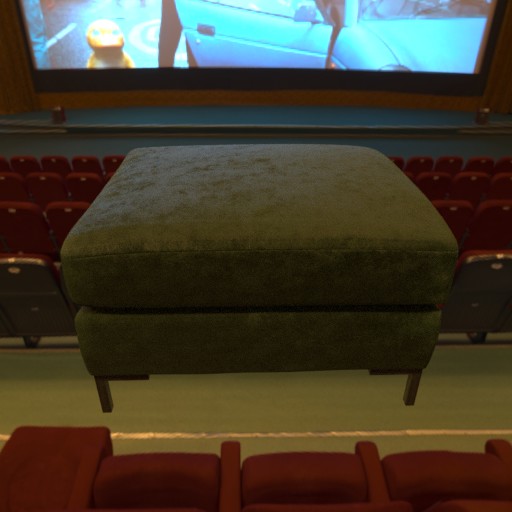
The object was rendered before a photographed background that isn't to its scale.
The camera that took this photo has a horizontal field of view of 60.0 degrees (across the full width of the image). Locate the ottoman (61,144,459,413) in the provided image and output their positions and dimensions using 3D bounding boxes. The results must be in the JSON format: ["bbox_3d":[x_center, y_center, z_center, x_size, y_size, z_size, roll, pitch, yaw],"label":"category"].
[{"bbox_3d":[0.000,0.000,1.290,0.839,0.538,0.701,-1,30,-1],"label":"ottoman"}]
